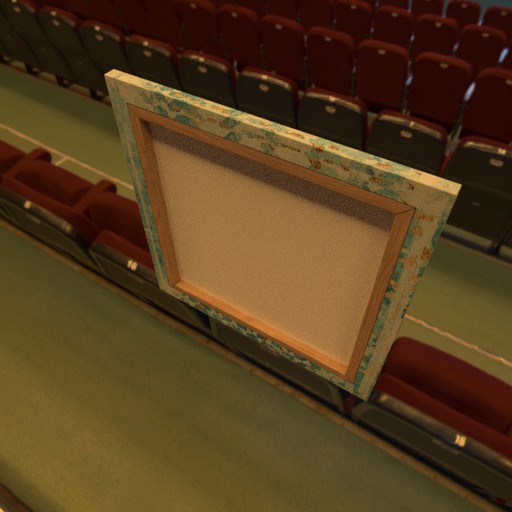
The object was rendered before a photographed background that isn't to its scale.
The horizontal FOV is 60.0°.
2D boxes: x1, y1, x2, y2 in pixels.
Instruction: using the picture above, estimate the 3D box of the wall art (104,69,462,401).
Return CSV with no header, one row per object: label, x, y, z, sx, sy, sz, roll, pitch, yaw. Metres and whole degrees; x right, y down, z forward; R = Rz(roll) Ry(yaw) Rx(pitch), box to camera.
wall art,0.000,0.000,1.349,0.916,0.916,0.040,25,53,21
